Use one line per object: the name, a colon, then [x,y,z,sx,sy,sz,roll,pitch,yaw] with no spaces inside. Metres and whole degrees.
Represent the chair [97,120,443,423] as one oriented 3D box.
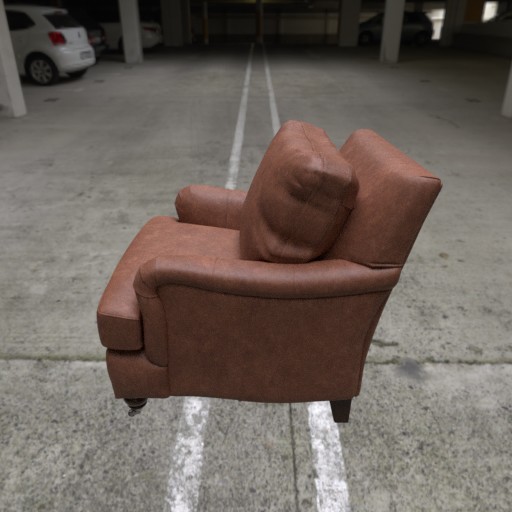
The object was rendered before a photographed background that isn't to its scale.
chair: [0.000,0.000,1.934,1.158,1.055,0.986,0,25,0]
